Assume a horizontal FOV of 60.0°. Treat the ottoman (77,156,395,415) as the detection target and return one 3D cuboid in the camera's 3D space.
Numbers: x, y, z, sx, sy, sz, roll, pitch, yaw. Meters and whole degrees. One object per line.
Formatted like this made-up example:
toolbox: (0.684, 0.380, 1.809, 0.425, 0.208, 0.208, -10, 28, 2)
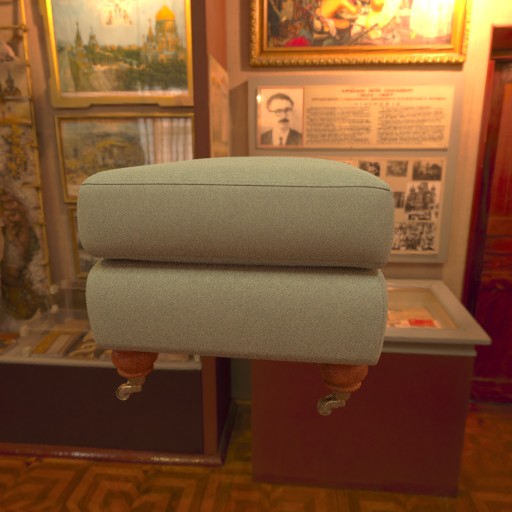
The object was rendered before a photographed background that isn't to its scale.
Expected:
ottoman: (0.000, 0.000, 1.143, 0.569, 0.499, 0.773, 2, 14, 7)
